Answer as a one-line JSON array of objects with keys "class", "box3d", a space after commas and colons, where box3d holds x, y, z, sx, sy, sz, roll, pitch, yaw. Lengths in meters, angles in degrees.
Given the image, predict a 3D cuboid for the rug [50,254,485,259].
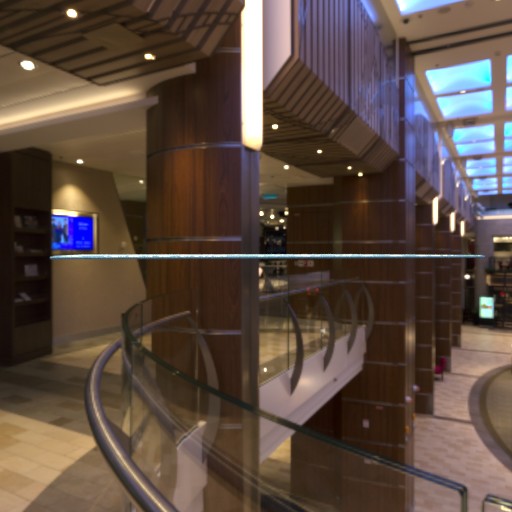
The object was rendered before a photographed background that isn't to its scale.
[{"class": "rug", "box3d": [0.000, 0.000, 2.345, 1.833, 0.012, 1.211, 0, 0, -17]}]
